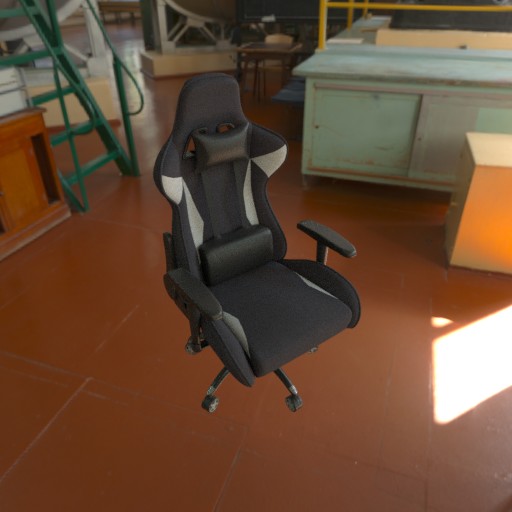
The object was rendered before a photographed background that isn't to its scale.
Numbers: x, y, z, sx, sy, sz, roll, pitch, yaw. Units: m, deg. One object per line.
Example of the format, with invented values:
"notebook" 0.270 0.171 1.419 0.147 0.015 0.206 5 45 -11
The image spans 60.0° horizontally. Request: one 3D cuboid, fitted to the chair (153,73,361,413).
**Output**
"chair" 0.000 0.000 1.793 0.730 1.300 0.695 -22 39 -30
